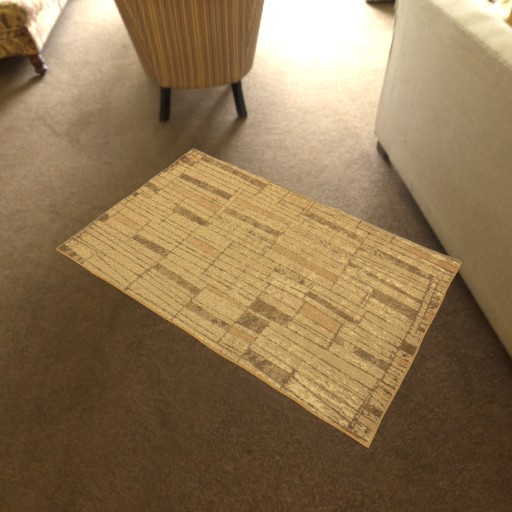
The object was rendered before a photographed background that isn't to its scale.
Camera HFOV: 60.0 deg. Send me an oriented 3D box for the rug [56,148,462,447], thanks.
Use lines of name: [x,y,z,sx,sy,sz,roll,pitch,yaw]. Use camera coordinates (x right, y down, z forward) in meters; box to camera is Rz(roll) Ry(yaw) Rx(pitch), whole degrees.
rug: [0.000,0.000,3.137,2.444,0.023,1.531,27,53,23]
